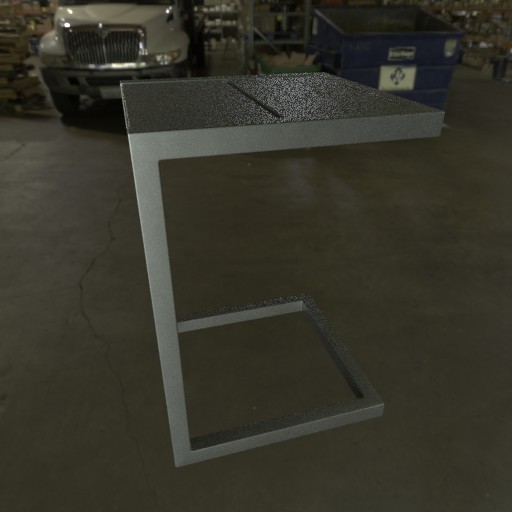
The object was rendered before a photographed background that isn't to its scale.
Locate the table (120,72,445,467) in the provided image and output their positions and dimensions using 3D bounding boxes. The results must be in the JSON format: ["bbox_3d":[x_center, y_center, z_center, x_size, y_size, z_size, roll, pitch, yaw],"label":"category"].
[{"bbox_3d":[0.000,0.000,0.872,0.420,0.609,0.405,-8,31,-14],"label":"table"}]
